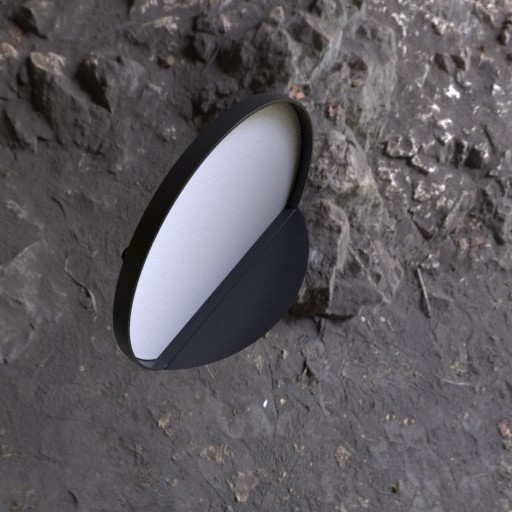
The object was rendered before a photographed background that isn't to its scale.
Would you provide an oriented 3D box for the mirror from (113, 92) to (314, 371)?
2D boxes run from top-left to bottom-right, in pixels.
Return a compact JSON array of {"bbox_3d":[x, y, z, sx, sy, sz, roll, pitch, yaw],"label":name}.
[{"bbox_3d":[0.000,0.000,0.680,0.133,0.457,0.457,31,63,18],"label":"mirror"}]
